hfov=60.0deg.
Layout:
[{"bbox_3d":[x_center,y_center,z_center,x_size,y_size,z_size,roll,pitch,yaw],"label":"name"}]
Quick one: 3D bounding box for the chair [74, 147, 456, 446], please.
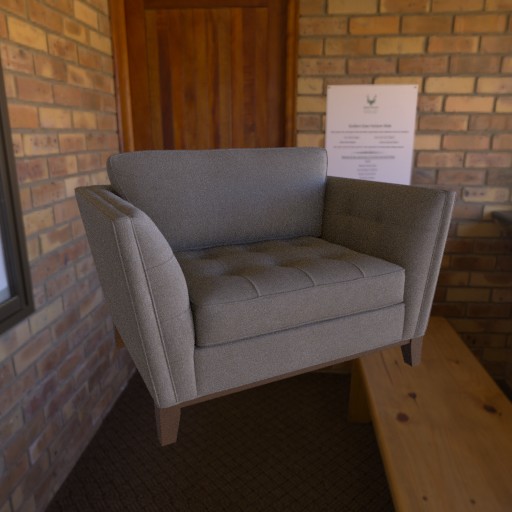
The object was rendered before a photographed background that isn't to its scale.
[{"bbox_3d":[0.000,0.000,2.018,1.396,0.942,0.965,-8,17,-26],"label":"chair"}]
